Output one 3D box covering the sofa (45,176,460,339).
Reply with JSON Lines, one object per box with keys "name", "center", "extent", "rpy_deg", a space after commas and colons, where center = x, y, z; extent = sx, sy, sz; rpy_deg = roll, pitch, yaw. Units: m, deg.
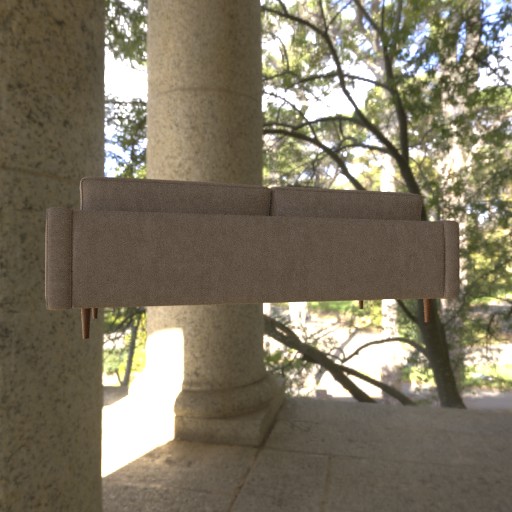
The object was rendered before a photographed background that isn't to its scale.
{"name": "sofa", "center": [0.000, 0.000, 2.660], "extent": [2.200, 0.770, 0.919], "rpy_deg": [0, -1, -17]}
